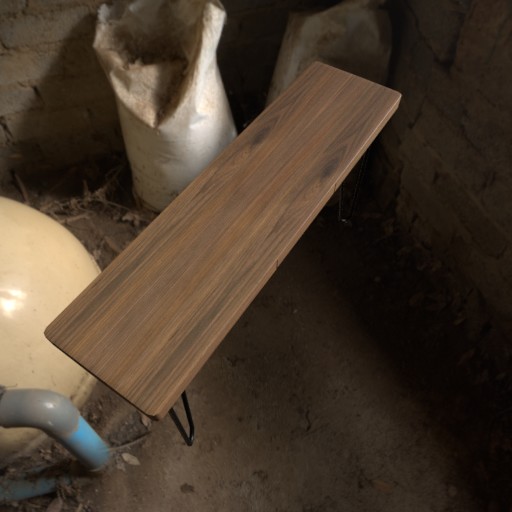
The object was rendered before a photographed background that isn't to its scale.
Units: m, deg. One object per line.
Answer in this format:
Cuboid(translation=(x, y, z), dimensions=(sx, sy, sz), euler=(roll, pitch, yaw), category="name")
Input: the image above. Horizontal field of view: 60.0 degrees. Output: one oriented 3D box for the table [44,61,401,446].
Cuboid(translation=(0.000, 0.000, 1.896), dimensions=(0.425, 0.834, 1.570), euler=(29, 62, 18), category="table")
